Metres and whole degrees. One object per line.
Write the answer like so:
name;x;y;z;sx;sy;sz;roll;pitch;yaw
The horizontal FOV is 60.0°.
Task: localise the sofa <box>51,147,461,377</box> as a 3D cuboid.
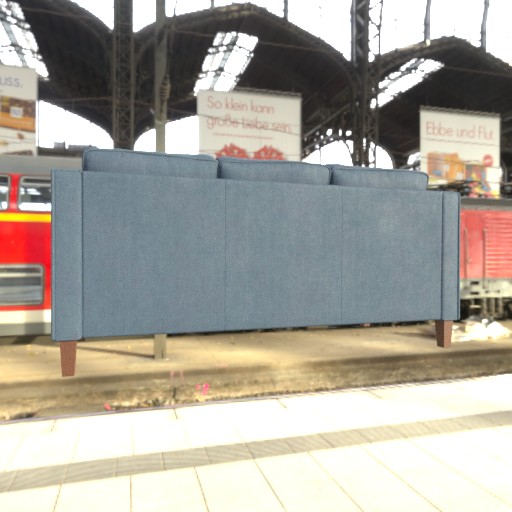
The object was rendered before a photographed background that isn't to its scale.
sofa;0.000;0.000;2.466;1.986;0.974;0.911;0;0;-18
